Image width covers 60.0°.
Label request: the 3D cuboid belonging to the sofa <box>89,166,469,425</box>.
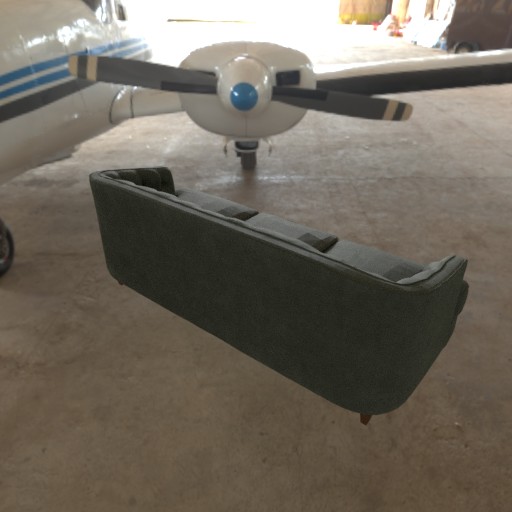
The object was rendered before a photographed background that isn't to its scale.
[{"bbox_3d":[0.000,0.000,2.721,2.278,0.855,0.941,22,36,33],"label":"sofa"}]
